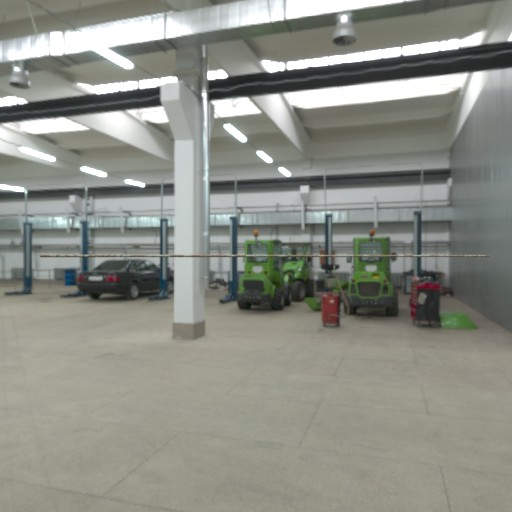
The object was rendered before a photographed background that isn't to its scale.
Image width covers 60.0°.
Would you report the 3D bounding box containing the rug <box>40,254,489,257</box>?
[{"bbox_3d":[0.000,0.000,2.984,2.435,0.011,1.526,0,0,-18],"label":"rug"}]
